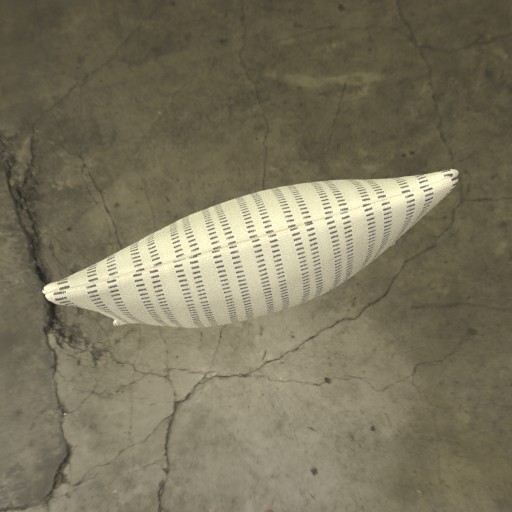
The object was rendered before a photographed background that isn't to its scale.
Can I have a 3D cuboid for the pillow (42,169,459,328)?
[{"bbox_3d":[0.000,0.000,0.808,0.640,0.353,0.210,-16,77,-4],"label":"pillow"}]
